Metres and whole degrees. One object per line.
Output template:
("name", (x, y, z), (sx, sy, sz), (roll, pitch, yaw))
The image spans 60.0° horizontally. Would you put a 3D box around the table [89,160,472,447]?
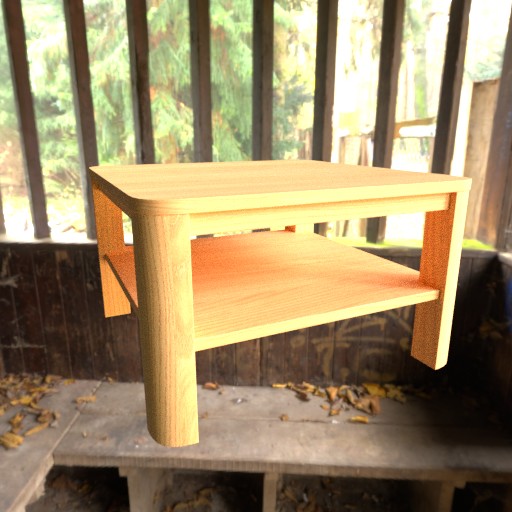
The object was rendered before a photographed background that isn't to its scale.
("table", (0.000, 0.000, 1.199), (0.750, 0.450, 0.750), (-7, 17, -25))
